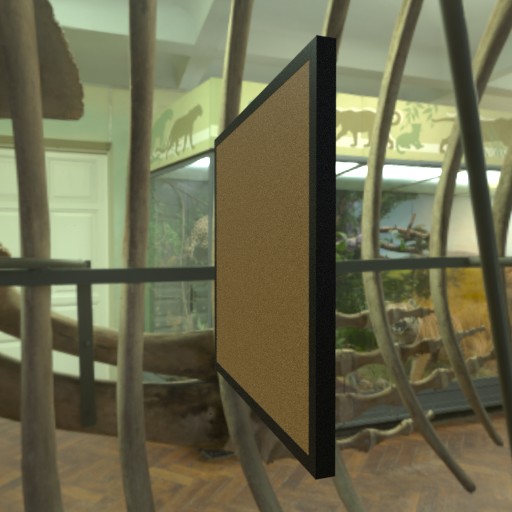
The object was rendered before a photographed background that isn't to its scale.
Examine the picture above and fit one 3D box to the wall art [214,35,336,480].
[{"bbox_3d":[0.000,0.000,1.126,0.038,0.762,0.762,0,1,-18],"label":"wall art"}]
